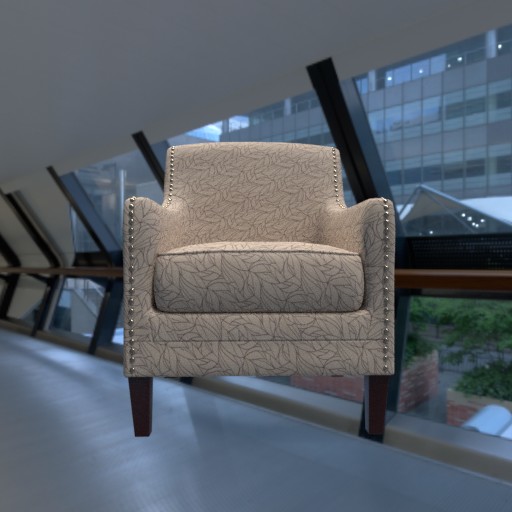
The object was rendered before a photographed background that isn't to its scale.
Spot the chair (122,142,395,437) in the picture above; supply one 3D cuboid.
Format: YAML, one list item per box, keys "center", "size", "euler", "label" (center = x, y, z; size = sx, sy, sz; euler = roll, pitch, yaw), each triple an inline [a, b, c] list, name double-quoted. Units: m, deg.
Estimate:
- center: [0.000, 0.000, 1.316]
  size: [0.623, 0.816, 0.651]
  euler: [0, 0, -2]
  label: "chair"
